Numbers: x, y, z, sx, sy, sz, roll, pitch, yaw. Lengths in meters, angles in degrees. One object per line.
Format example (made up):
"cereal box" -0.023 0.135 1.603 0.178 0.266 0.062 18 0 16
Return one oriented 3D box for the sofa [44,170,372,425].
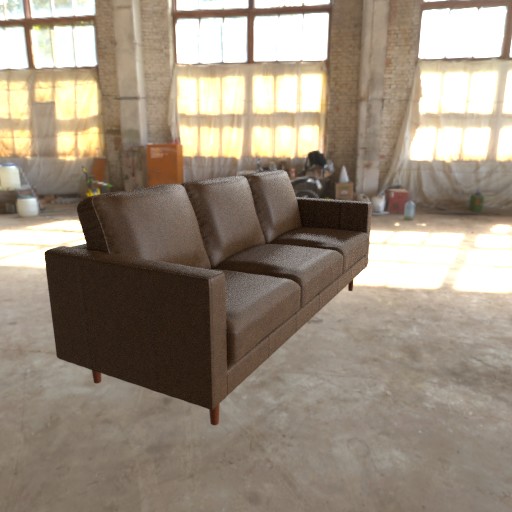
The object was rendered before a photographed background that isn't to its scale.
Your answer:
"sofa" 0.000 0.000 2.724 0.903 0.930 2.231 8 17 27
